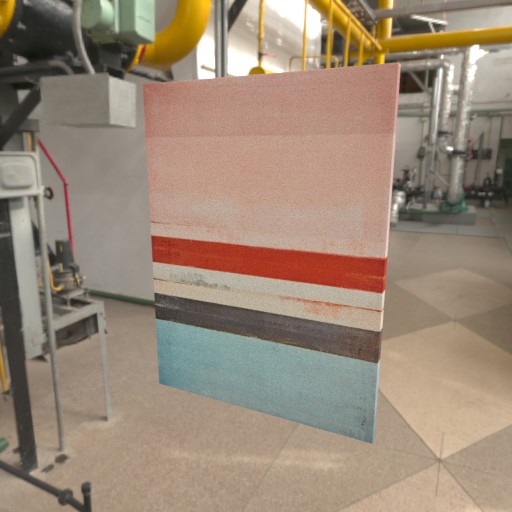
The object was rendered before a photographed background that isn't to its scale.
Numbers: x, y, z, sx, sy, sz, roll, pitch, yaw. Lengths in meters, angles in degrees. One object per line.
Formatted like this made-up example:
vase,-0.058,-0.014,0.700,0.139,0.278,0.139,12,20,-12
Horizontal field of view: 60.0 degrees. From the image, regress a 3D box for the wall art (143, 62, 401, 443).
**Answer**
wall art,0.000,0.000,1.332,0.761,1.016,0.039,7,15,26
